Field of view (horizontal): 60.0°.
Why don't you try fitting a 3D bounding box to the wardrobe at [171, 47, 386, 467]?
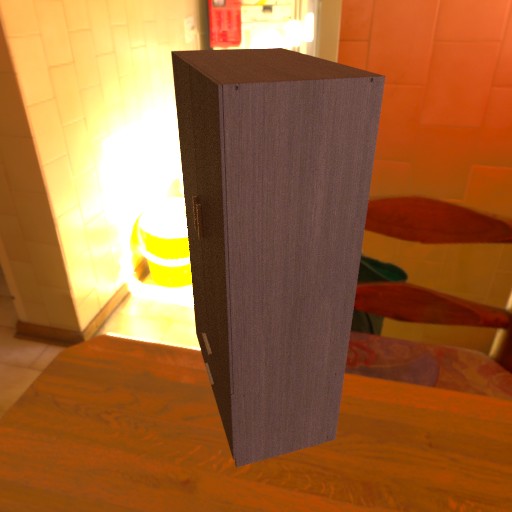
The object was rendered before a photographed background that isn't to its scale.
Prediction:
[{"bbox_3d":[0.000,0.000,2.232,0.577,1.808,0.991,-9,31,-15],"label":"wardrobe"}]
